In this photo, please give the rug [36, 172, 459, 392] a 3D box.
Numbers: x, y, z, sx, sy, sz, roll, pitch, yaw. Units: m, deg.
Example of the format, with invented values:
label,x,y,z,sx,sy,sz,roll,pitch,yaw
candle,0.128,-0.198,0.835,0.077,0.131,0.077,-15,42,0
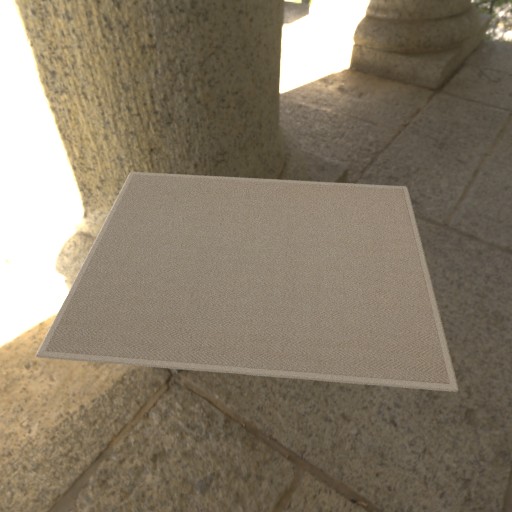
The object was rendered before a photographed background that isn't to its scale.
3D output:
label,x,y,z,sx,sy,sz,roll,pitch,yaw
rug,0.000,0.000,4.017,3.051,0.020,2.407,4,45,4
